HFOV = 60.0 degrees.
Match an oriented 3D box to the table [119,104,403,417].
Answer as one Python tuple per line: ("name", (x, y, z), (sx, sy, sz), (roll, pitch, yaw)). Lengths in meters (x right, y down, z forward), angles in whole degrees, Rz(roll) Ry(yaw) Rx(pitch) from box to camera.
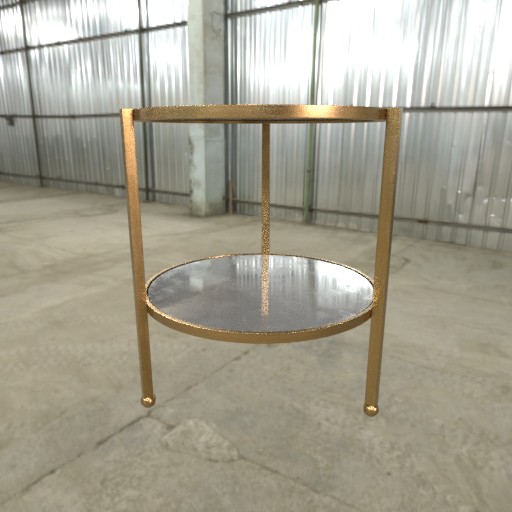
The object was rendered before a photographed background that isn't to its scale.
("table", (0.000, 0.000, 0.435), (0.243, 0.269, 0.231), (-8, 17, -25))
